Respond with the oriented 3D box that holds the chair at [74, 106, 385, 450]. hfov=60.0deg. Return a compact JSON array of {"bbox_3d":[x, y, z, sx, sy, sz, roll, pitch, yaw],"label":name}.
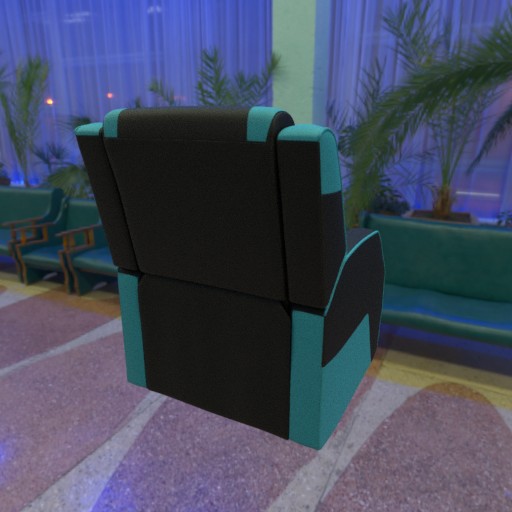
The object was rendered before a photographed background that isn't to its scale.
[{"bbox_3d":[0.000,0.000,1.275,0.620,0.805,0.672,9,20,27],"label":"chair"}]
